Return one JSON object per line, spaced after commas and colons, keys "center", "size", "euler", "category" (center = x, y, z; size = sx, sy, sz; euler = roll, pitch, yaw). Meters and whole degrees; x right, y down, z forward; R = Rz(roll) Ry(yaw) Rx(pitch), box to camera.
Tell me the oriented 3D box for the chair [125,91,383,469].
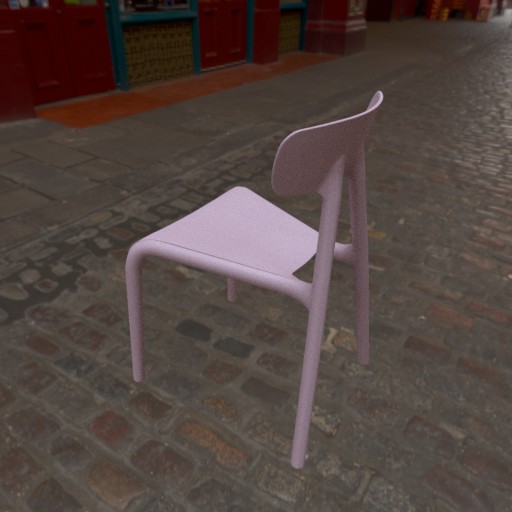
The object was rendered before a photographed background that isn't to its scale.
{"center": [0.000, 0.000, 0.823], "size": [0.401, 0.580, 0.356], "euler": [20, 37, 28], "category": "chair"}
